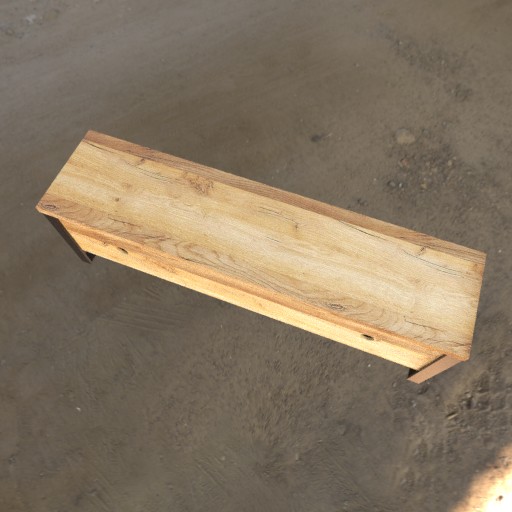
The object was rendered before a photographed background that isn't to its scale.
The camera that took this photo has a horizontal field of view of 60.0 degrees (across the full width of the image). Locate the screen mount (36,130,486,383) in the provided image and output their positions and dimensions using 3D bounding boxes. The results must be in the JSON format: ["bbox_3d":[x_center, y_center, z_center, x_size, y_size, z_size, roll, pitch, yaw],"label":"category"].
[{"bbox_3d":[0.000,0.000,1.739,1.524,0.450,0.395,19,66,9],"label":"screen mount"}]
